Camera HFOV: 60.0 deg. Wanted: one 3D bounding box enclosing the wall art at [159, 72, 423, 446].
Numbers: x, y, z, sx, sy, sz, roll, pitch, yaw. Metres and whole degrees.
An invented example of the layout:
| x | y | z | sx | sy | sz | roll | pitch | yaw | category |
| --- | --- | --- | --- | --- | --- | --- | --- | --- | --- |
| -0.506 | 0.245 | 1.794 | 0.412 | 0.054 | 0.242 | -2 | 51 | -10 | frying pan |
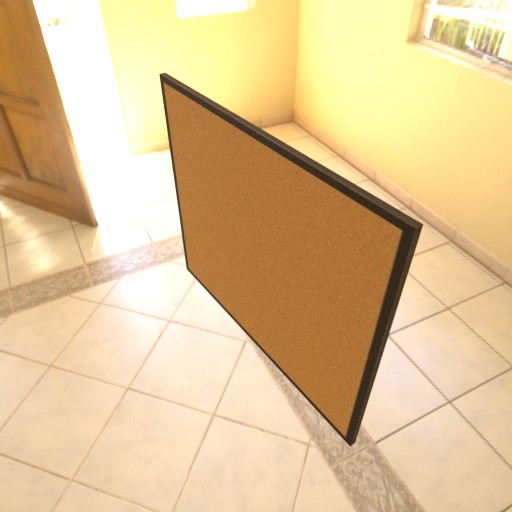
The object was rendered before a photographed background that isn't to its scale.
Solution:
| x | y | z | sx | sy | sz | roll | pitch | yaw | category |
| --- | --- | --- | --- | --- | --- | --- | --- | --- | --- |
| 0.000 | 0.000 | 1.436 | 0.023 | 0.875 | 1.033 | -26 | 48 | -27 | wall art |
